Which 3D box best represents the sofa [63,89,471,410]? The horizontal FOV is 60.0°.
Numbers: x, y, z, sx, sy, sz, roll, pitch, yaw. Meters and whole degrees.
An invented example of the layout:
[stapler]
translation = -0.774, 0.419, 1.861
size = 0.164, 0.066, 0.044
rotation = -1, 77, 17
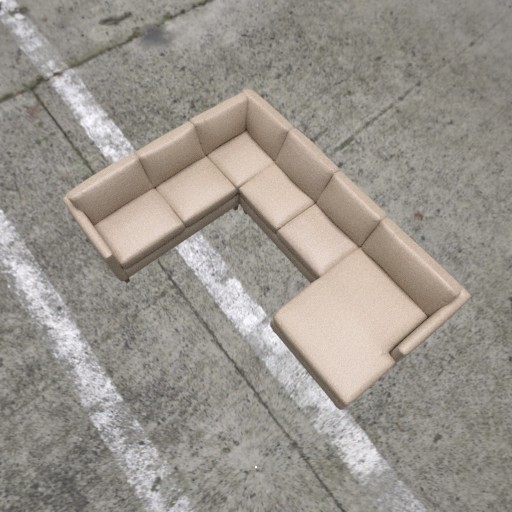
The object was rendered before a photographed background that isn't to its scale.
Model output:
[sofa]
translation = 0.000, 0.000, 4.691
size = 2.594, 0.961, 3.460
rotation = -36, 70, -15
